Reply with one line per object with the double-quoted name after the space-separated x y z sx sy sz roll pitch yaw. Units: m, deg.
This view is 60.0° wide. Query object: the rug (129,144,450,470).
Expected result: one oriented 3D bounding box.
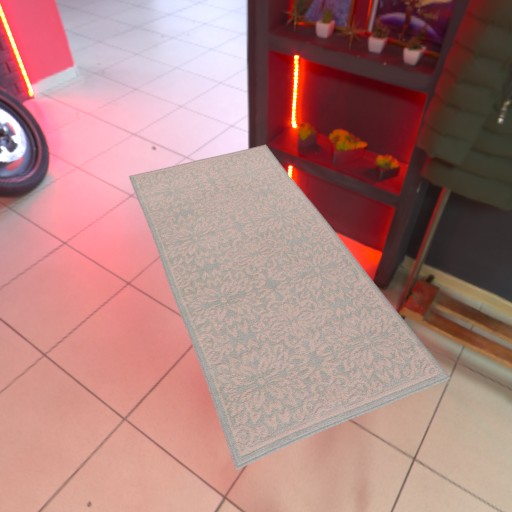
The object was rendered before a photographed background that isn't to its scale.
0.000 0.000 1.477 0.604 0.007 1.219 -17 48 -15 "rug"
